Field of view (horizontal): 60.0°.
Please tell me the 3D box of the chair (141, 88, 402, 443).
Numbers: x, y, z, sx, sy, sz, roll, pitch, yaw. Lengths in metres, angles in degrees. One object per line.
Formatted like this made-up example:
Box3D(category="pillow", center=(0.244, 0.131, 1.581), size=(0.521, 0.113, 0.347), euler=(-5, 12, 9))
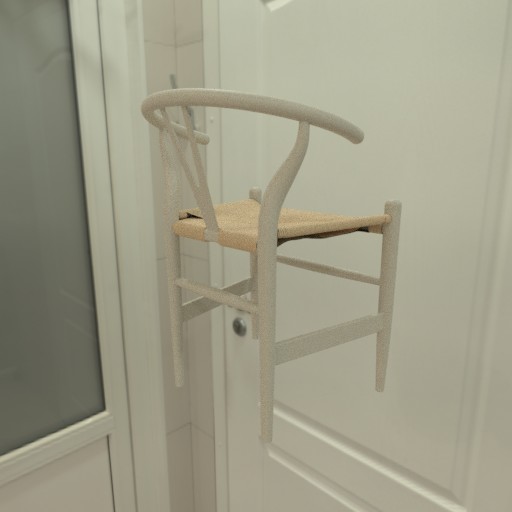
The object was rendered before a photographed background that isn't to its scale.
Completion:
Box3D(category="chair", center=(0.000, 0.000, 1.098), size=(0.500, 0.736, 0.533), euler=(-13, 19, -43))
